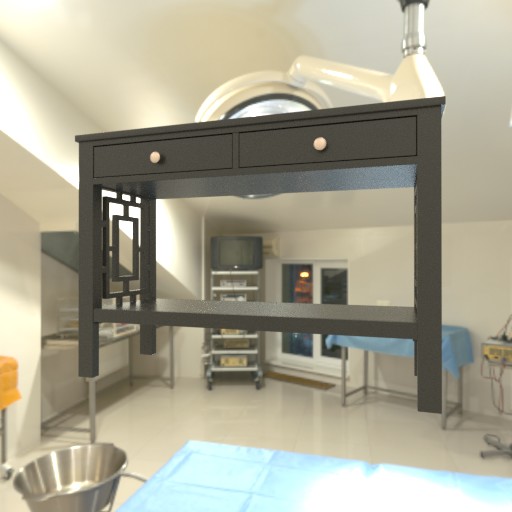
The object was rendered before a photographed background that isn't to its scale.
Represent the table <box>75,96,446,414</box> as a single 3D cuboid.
[{"bbox_3d":[0.000,0.000,1.390,1.068,0.753,0.397,0,0,18],"label":"table"}]
